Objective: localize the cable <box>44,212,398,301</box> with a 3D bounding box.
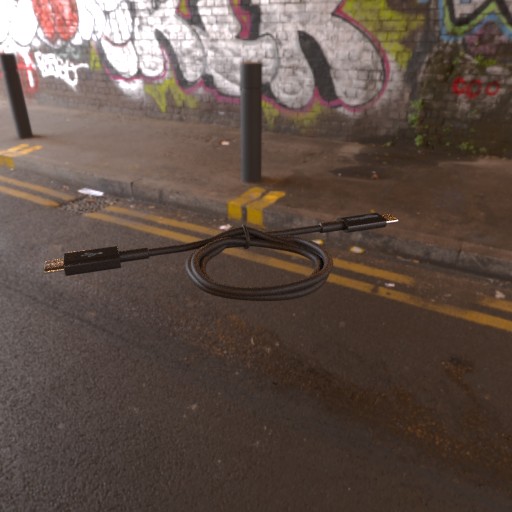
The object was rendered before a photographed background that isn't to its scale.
[{"bbox_3d":[0.000,0.000,0.213,0.192,0.014,0.070,-9,28,-17],"label":"cable"}]
